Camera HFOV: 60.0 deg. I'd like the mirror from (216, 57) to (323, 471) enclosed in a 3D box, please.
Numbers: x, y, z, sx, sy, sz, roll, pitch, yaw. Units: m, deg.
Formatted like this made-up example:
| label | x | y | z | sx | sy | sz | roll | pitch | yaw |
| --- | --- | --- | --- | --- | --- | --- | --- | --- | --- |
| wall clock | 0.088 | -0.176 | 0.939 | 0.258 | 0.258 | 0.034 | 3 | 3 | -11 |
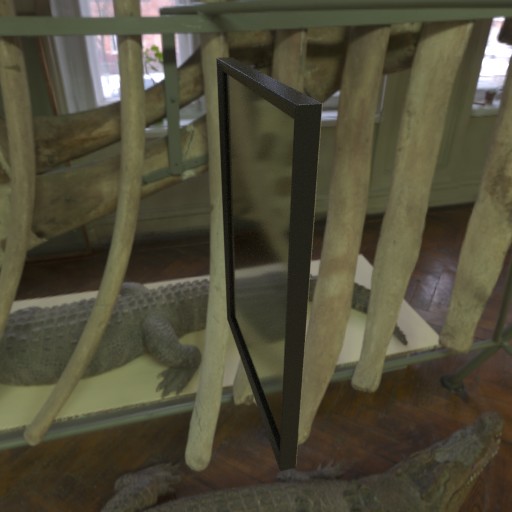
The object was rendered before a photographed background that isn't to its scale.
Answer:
| label | x | y | z | sx | sy | sz | roll | pitch | yaw |
| --- | --- | --- | --- | --- | --- | --- | --- | --- | --- |
| mirror | 0.000 | 0.000 | 0.927 | 0.039 | 0.710 | 0.507 | -8 | 31 | -13 |
